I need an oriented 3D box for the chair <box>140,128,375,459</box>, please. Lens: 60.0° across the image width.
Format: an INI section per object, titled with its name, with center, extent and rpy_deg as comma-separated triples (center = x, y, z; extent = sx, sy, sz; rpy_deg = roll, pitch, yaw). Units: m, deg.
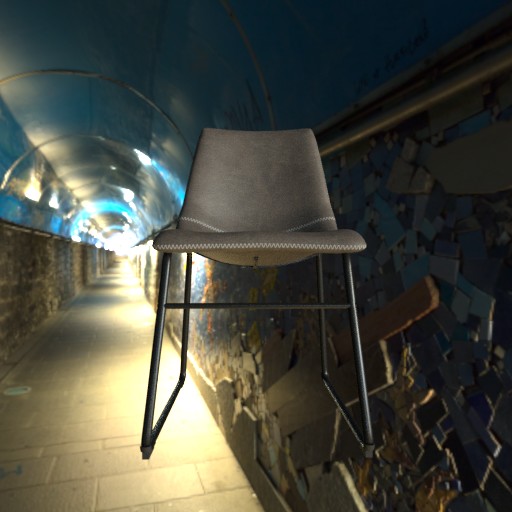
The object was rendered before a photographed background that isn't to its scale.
[chair]
center = 0.000, 0.000, 1.118
extent = 0.460, 0.780, 0.550
rpy_deg = 0, 1, -1
